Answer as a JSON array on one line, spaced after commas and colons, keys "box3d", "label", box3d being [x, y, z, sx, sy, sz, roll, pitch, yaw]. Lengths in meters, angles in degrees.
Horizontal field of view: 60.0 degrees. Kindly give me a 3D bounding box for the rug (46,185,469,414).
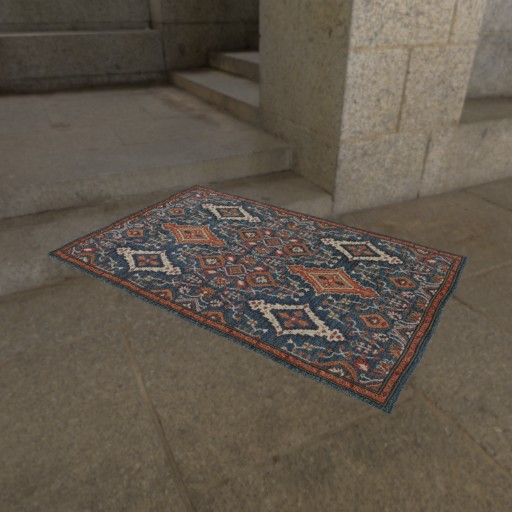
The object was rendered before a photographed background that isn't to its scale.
[{"box3d": [0.000, 0.000, 4.158, 3.371, 0.008, 2.190, 19, 35, 29], "label": "rug"}]
